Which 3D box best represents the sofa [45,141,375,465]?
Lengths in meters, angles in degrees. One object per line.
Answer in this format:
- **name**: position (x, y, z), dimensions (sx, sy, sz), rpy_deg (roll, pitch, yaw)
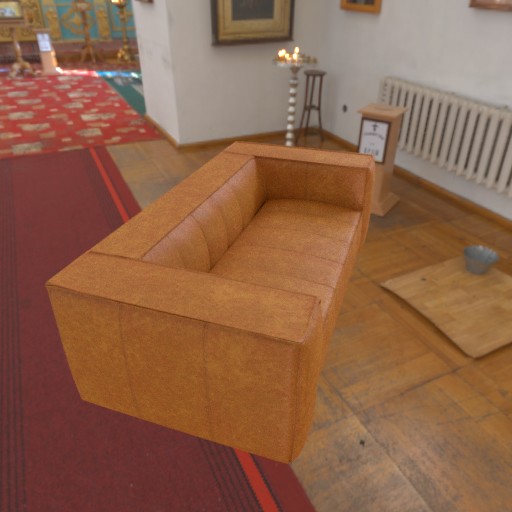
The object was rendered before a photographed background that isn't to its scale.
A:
- **sofa**: position (0.000, 0.000, 2.561), dimensions (1.102, 0.703, 2.088), rpy_deg (10, 32, 17)
